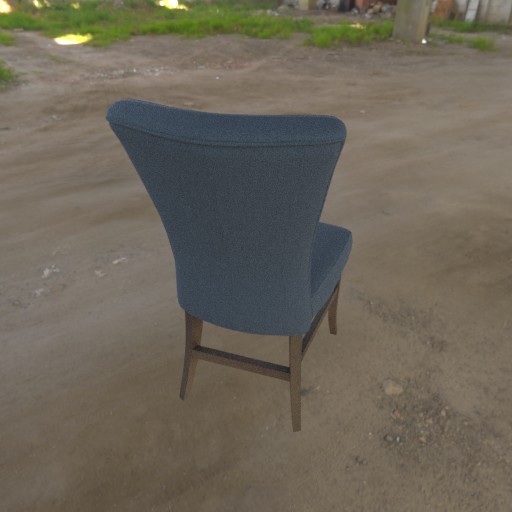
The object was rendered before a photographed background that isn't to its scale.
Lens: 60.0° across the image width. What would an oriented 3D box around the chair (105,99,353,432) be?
[{"bbox_3d":[0.000,0.000,1.350,0.520,0.991,0.660,10,34,15],"label":"chair"}]
